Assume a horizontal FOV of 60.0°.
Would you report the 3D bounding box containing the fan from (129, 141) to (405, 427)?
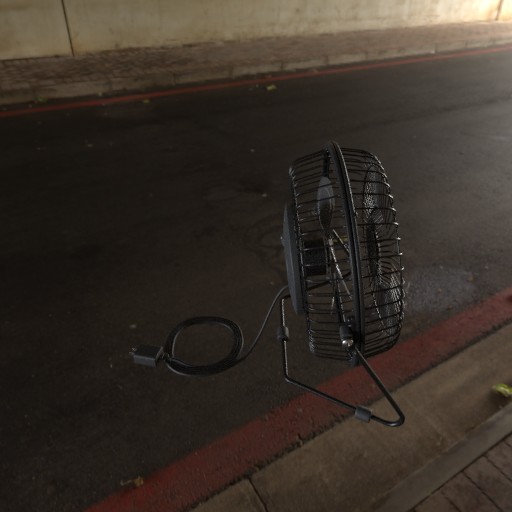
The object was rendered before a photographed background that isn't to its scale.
[{"bbox_3d":[0.000,0.000,0.373,0.227,0.188,0.209,0,33,0],"label":"fan"}]
